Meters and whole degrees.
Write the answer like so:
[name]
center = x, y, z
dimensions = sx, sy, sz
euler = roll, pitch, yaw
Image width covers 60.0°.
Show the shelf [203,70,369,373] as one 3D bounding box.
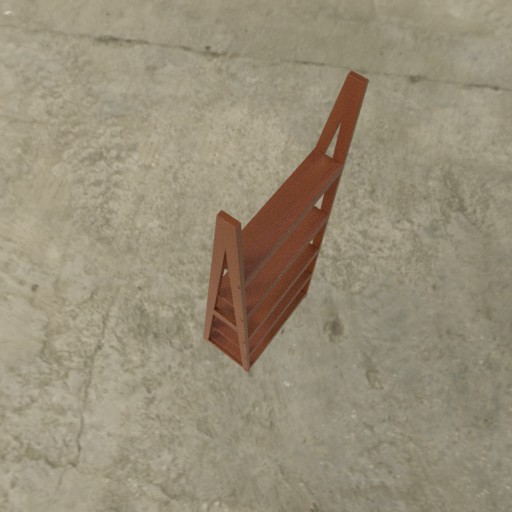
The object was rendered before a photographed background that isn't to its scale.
[shelf]
center = 0.000, 0.000, 2.031
dimensions = 0.356, 1.780, 0.630
euler = 35, 69, 15
